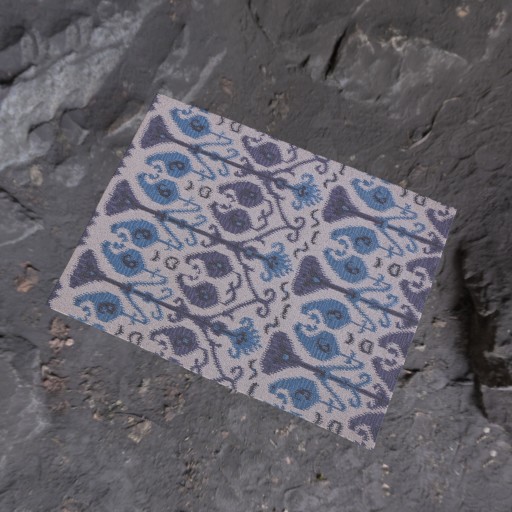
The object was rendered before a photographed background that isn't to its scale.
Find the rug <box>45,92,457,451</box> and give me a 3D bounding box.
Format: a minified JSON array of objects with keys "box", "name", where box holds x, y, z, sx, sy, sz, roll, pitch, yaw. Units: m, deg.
[{"box":[0.000,0.000,2.936,2.261,0.013,1.676,23,79,5],"name":"rug"}]
